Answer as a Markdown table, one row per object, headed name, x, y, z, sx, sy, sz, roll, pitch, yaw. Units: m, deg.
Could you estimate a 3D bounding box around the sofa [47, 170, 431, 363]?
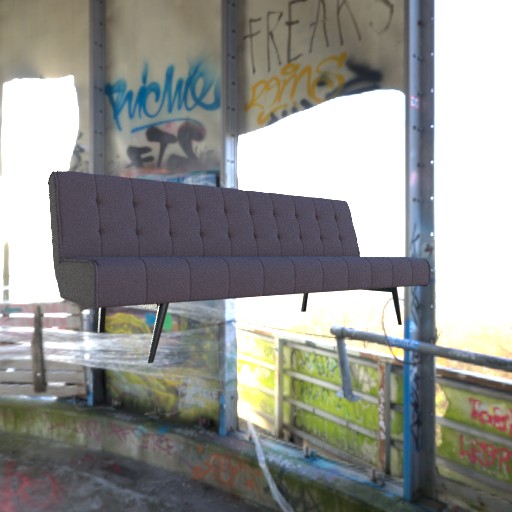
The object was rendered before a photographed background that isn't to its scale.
| name | x | y | z | sx | sy | sz | roll | pitch | yaw |
| --- | --- | --- | --- | --- | --- | --- | --- | --- | --- |
| sofa | 0.000 | 0.000 | 2.102 | 1.703 | 0.699 | 0.747 | 0 | 0 | -36 |
